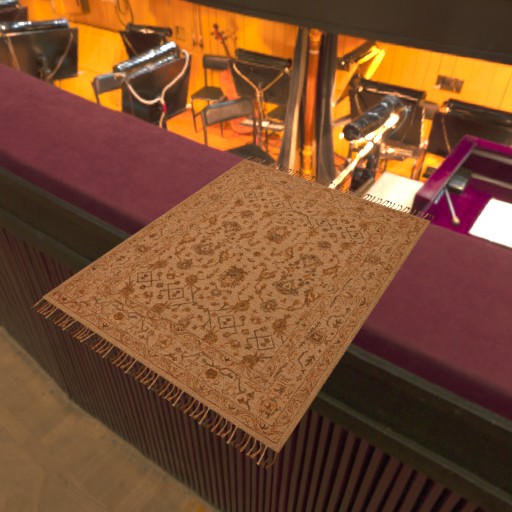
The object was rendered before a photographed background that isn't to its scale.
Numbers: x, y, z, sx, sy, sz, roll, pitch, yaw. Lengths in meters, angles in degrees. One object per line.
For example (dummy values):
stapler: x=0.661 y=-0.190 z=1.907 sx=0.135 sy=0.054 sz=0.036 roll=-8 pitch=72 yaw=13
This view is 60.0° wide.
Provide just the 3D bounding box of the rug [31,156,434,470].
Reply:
rug: x=0.000 y=0.000 z=2.245 sx=1.278 sy=0.009 sz=1.726 roll=24 pitch=46 yaw=26
